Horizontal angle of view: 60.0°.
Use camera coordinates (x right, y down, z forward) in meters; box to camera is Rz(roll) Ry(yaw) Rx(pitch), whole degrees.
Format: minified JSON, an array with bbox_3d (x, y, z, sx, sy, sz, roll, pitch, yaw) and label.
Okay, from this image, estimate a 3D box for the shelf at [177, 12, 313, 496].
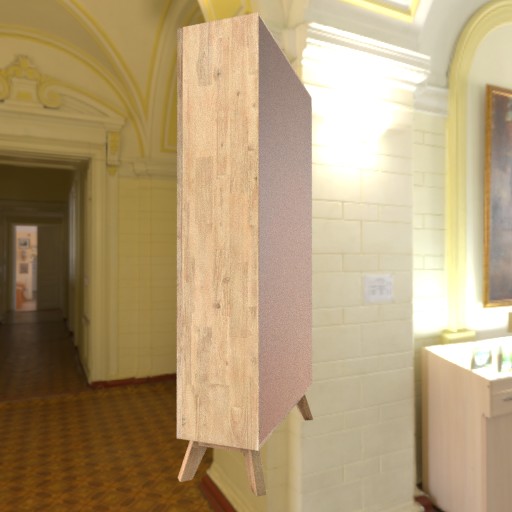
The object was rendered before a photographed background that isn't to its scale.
[{"bbox_3d":[0.000,0.000,1.735,0.308,1.471,0.748,0,-1,20],"label":"shelf"}]
